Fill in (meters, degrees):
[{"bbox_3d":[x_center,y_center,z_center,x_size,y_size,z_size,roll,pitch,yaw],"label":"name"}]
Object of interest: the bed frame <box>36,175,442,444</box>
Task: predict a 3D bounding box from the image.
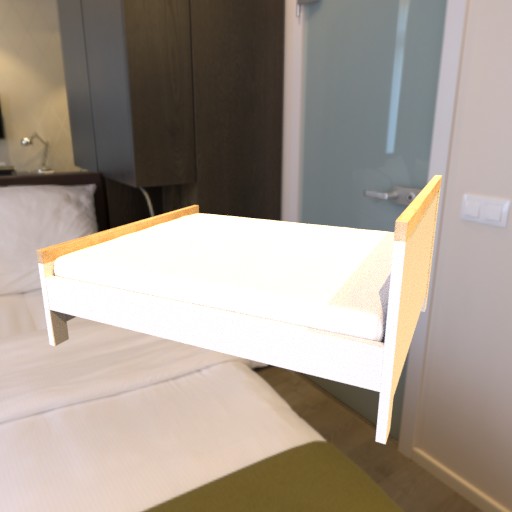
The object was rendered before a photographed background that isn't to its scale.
[{"bbox_3d":[0.000,0.000,2.913,2.050,0.980,1.670,8,18,25],"label":"bed frame"}]
